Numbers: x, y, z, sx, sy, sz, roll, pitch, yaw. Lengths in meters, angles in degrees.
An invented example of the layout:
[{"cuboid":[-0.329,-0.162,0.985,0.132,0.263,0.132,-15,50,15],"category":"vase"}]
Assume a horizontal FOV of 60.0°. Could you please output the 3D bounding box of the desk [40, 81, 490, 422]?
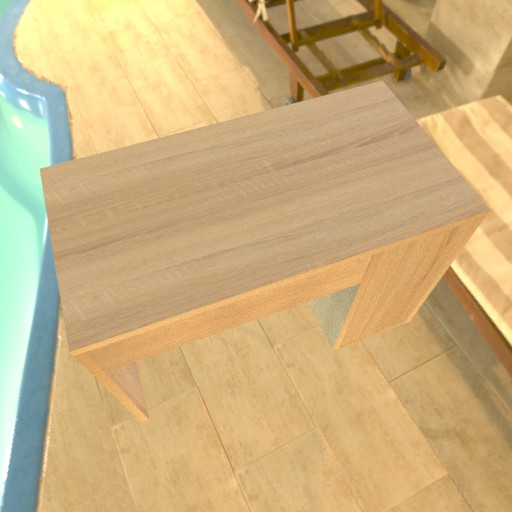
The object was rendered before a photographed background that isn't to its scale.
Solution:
[{"cuboid":[0.000,0.000,1.528,1.100,0.731,0.600,-18,60,-11],"category":"desk"}]
